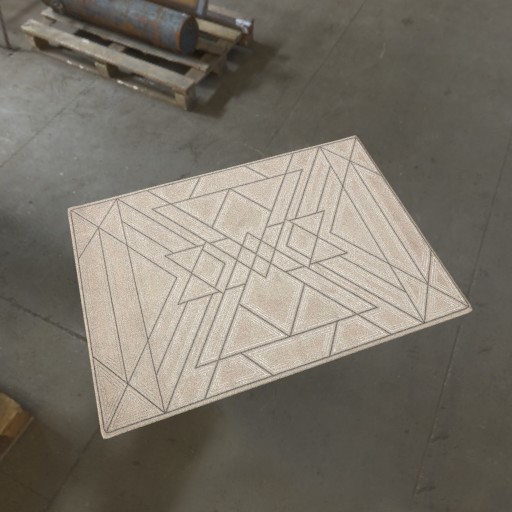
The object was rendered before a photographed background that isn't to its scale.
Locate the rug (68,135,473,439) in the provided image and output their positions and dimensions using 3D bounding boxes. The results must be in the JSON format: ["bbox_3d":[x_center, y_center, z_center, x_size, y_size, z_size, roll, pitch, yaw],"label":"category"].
[{"bbox_3d":[0.000,0.000,4.371,3.381,0.026,2.436,-16,59,-10],"label":"rug"}]
